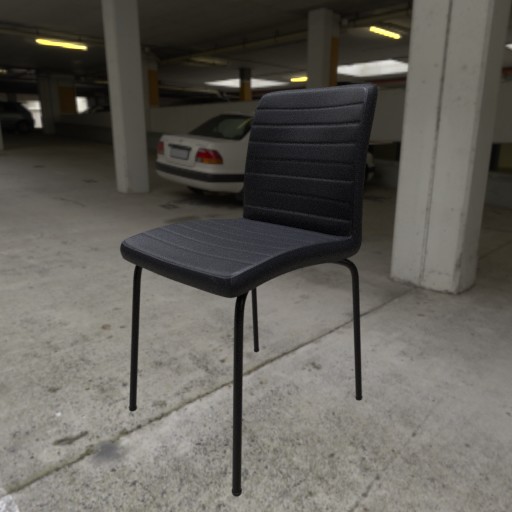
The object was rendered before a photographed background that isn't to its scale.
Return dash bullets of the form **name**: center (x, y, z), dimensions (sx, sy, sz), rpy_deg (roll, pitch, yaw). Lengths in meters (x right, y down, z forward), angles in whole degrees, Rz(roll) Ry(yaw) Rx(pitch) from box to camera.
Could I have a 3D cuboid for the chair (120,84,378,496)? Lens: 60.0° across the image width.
- **chair**: center (0.000, 0.000, 1.173), dimensions (0.450, 0.872, 0.572), rpy_deg (15, 21, 43)
